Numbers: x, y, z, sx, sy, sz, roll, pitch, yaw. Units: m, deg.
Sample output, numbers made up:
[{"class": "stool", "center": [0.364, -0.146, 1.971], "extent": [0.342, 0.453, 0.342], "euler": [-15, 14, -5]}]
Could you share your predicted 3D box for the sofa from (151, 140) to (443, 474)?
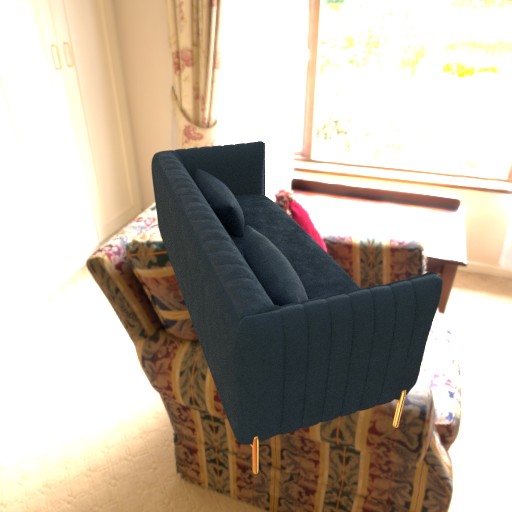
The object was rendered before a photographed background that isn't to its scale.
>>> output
[{"class": "sofa", "center": [0.000, 0.000, 2.614], "extent": [0.896, 0.793, 2.136], "euler": [-10, 32, -17]}]
